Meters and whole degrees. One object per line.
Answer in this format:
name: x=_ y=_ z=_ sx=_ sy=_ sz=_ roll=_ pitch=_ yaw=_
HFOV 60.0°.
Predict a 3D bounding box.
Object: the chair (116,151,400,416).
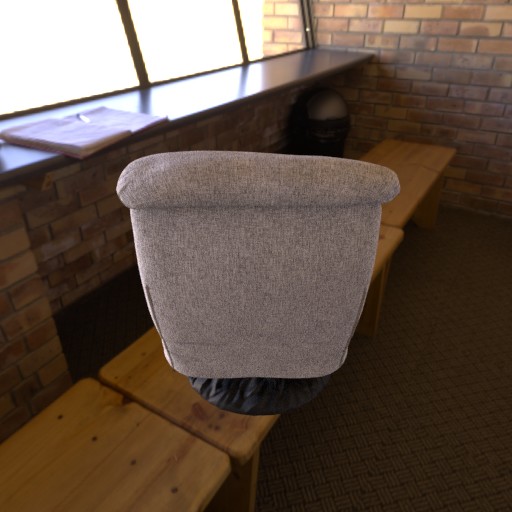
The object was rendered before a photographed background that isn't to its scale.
chair: x=0.000 y=0.000 z=0.966 sx=0.400 sy=0.600 sz=0.583 roll=0 pitch=31 yaw=0
